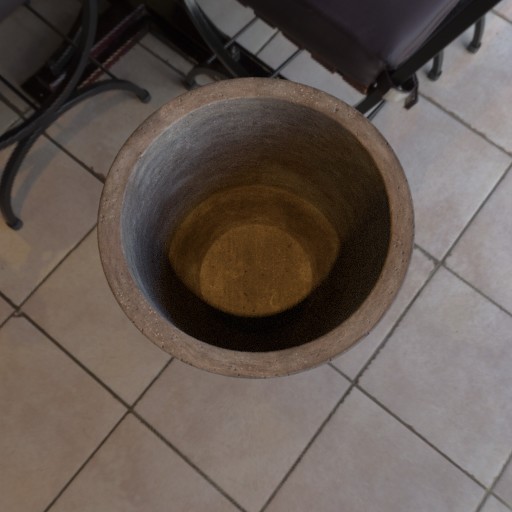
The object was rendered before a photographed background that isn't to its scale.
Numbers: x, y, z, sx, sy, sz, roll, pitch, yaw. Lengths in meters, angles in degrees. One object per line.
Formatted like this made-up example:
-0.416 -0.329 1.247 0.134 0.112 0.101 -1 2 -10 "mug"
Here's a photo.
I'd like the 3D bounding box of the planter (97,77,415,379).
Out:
0.000 0.000 0.267 0.142 0.149 0.142 0 75 0 "planter"
